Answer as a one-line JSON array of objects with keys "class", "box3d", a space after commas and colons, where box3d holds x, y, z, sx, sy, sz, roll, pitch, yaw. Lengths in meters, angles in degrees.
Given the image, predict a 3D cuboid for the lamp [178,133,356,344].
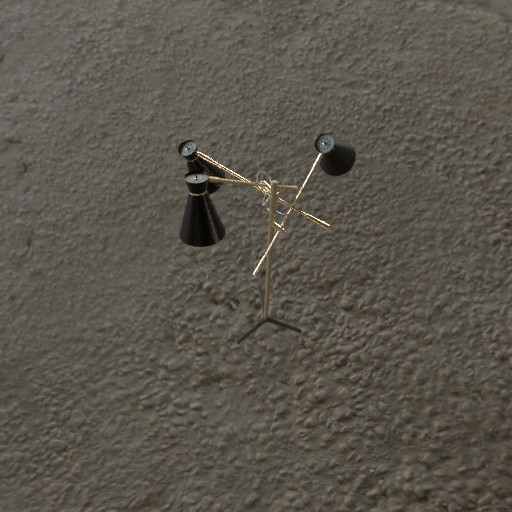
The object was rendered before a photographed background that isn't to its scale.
[{"class": "lamp", "box3d": [0.000, 0.000, 2.215, 0.653, 1.804, 0.750, 18, 65, 9]}]
